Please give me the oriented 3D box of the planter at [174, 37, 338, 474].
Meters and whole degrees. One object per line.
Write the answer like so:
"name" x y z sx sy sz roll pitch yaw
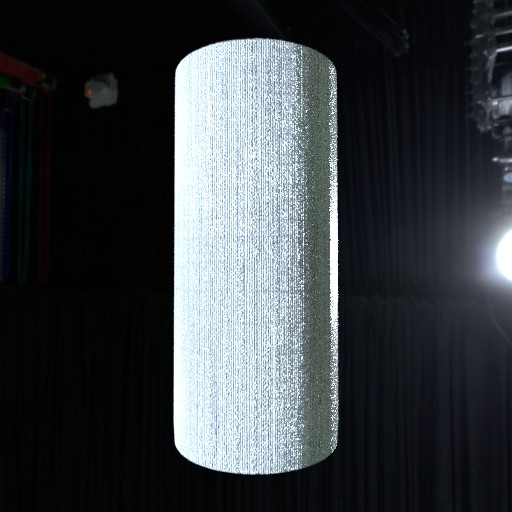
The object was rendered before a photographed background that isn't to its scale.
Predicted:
"planter" 0.000 0.000 0.126 0.045 0.103 0.045 0 -1 19
